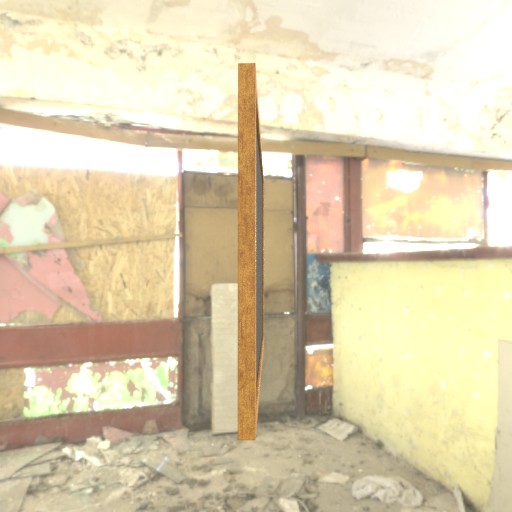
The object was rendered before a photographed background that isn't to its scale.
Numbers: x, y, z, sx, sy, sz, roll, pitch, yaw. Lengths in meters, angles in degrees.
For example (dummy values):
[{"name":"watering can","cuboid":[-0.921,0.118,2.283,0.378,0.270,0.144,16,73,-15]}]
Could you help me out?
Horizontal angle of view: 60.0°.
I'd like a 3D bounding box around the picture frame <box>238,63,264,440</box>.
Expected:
[{"name":"picture frame","cuboid":[0.000,0.000,1.190,0.029,0.621,0.922,0,-1,2]}]
